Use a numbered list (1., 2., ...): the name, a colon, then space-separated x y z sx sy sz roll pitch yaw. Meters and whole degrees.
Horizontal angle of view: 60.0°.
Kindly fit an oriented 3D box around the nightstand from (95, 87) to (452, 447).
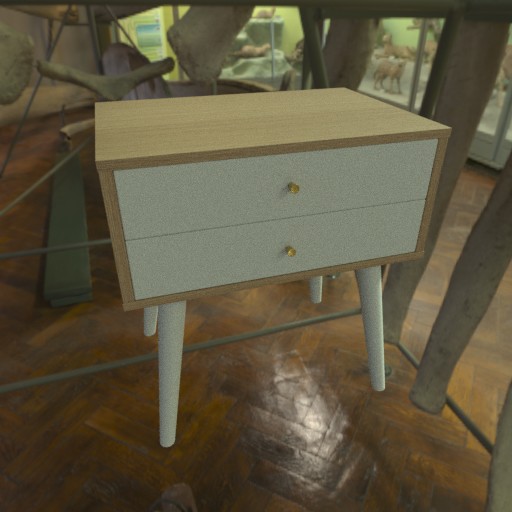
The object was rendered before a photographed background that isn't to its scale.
1. nightstand: 0.000 0.000 0.979 0.571 0.610 0.407 -9 32 -15
